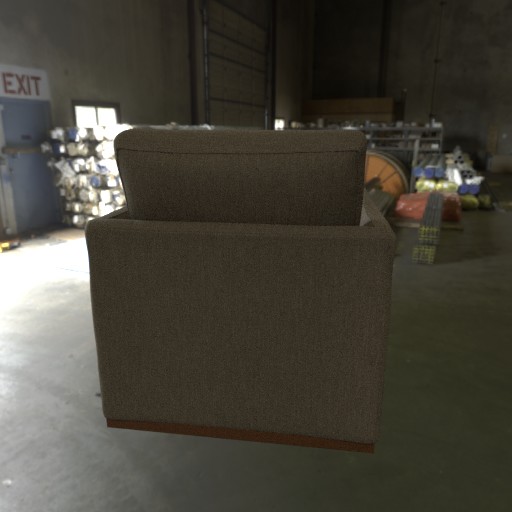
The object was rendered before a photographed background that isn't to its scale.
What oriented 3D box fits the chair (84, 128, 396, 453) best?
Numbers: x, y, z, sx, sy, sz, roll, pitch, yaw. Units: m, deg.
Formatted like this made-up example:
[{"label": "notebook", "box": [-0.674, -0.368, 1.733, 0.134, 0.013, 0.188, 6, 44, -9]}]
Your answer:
[{"label": "chair", "box": [0.000, 0.000, 1.466, 0.763, 0.811, 0.834, 2, 16, 8]}]
